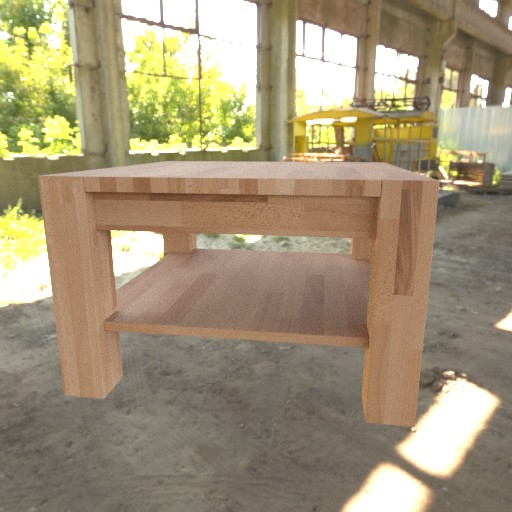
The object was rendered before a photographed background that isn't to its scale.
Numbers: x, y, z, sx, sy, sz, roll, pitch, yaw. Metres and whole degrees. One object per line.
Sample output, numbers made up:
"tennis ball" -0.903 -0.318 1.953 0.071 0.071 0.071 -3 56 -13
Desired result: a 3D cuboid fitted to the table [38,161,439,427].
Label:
"table" 0.000 0.000 1.149 0.700 0.451 0.700 2 14 8
